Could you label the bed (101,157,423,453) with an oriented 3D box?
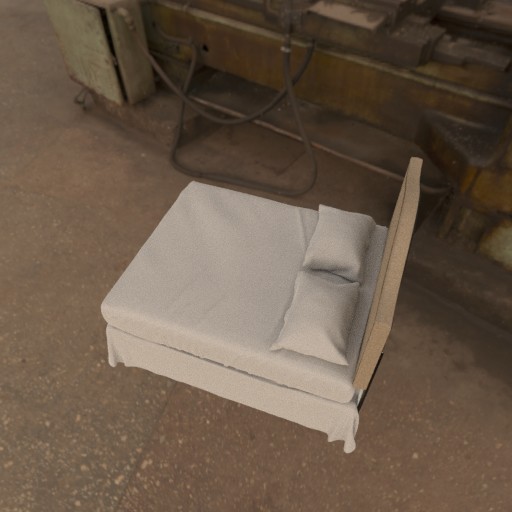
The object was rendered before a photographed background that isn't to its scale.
[{"bbox_3d":[0.000,0.000,3.499,2.221,1.645,1.876,15,50,13],"label":"bed"}]
